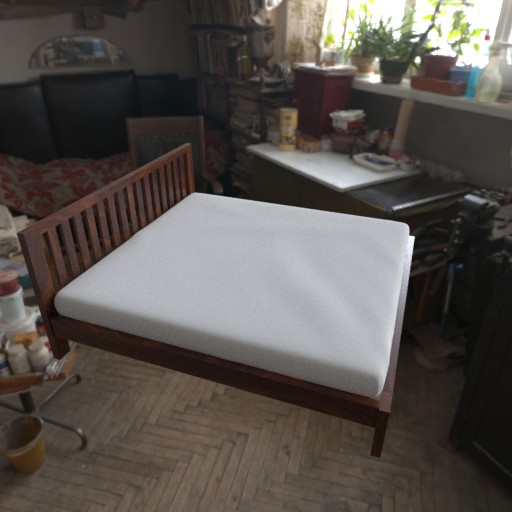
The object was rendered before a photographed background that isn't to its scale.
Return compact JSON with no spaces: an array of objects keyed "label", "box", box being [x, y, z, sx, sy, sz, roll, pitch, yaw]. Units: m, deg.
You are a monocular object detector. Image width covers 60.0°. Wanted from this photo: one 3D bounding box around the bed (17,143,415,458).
[{"label":"bed","box":[0.000,0.000,3.064,2.030,0.890,1.905,10,31,18]}]
